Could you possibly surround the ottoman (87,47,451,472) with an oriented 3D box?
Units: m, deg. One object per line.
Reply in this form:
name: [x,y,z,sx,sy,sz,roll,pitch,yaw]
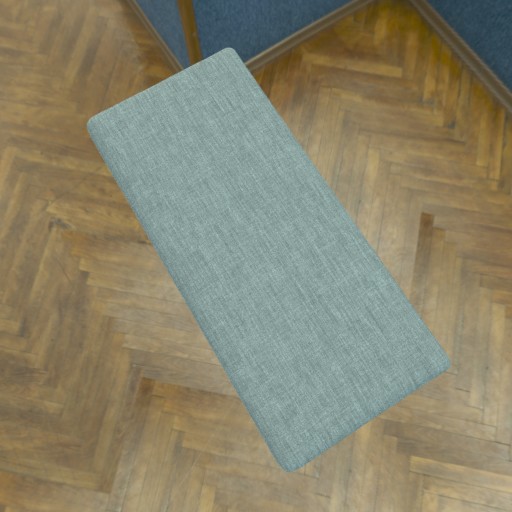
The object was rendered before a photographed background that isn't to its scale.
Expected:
ottoman: [0.000,0.000,1.136,0.419,0.432,0.902,-31,78,-7]
